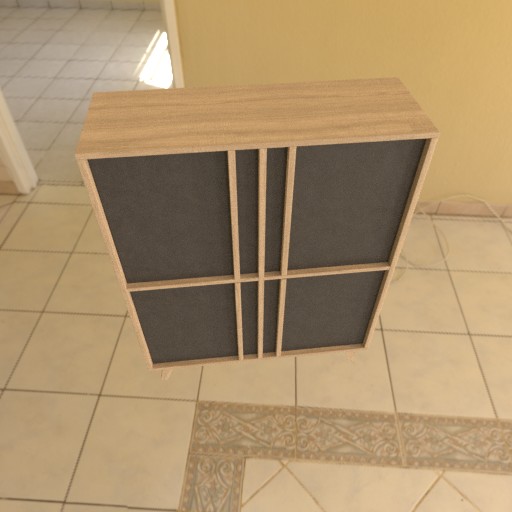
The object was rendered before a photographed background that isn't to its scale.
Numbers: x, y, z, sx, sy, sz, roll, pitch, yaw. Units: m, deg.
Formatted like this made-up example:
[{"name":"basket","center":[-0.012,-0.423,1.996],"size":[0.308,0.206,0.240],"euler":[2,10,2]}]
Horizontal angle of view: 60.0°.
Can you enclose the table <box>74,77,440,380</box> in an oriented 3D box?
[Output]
[{"name":"table","center":[0.000,0.000,1.972],"size":[1.111,1.388,0.398],"euler":[-5,46,-4]}]
